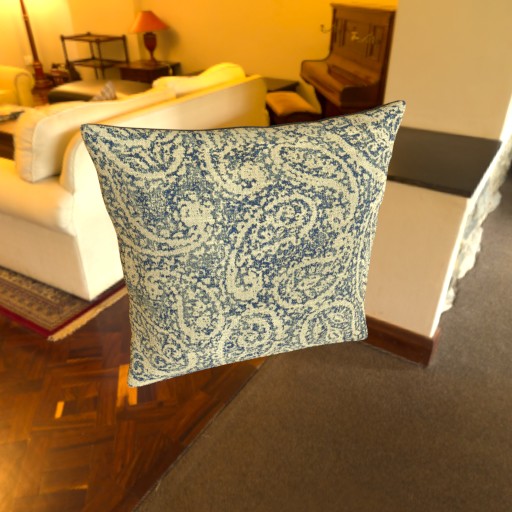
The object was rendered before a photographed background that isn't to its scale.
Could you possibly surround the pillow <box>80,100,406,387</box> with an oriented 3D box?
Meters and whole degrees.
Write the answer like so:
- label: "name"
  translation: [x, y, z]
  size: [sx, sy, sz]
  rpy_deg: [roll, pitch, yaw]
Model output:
- label: "pillow"
  translation: [0.000, 0.000, 0.803]
  size: [0.523, 0.510, 0.166]
  rpy_deg: [-9, 32, -14]
